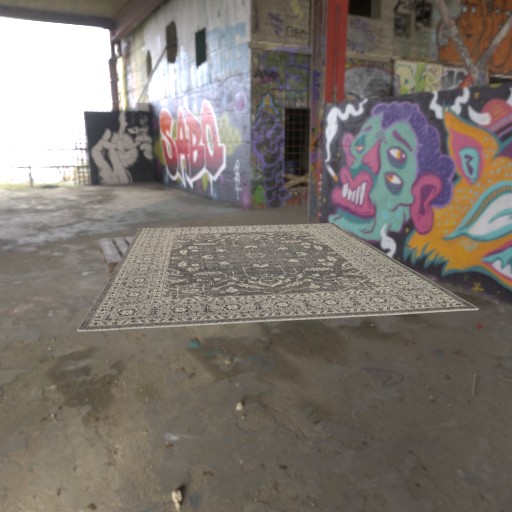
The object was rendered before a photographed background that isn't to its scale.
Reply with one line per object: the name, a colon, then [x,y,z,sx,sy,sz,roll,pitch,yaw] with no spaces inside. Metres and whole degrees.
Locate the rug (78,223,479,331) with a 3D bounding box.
rug: [0.000,0.000,4.113,2.451,0.026,3.069,-2,15,-8]
